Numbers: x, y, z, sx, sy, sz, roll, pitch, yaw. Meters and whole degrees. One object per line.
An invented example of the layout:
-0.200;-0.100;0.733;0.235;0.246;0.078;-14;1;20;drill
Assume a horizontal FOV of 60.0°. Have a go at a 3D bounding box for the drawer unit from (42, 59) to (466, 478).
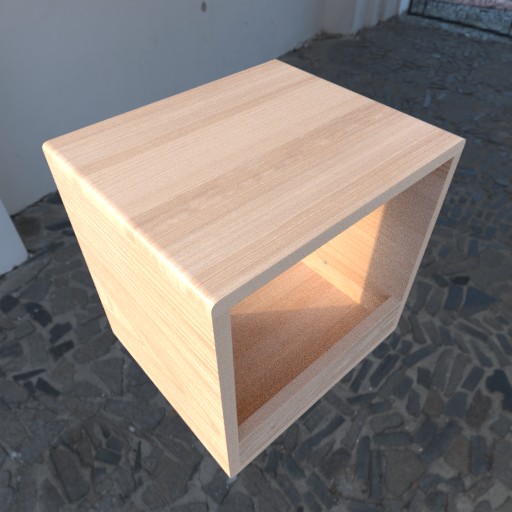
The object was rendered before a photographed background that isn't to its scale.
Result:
0.000;0.000;0.588;0.344;0.344;0.290;-32;53;-28;drawer unit
